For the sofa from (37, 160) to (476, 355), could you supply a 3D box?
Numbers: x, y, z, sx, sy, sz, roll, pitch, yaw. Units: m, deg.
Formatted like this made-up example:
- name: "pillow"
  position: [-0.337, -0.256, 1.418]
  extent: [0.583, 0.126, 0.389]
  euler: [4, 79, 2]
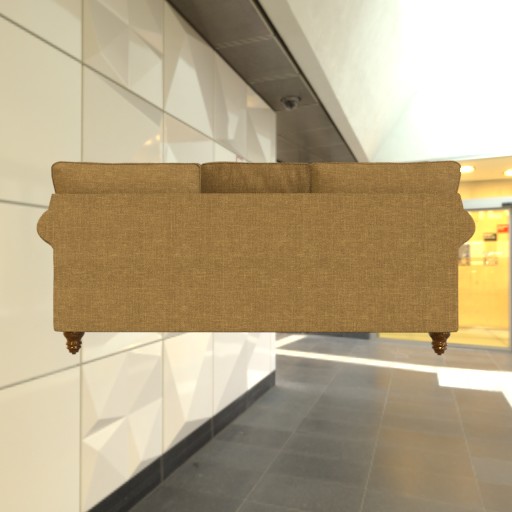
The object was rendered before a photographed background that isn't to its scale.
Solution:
- name: "sofa"
  position: [0.000, 0.000, 2.524]
  extent: [2.084, 0.961, 0.916]
  euler: [0, -1, 1]
